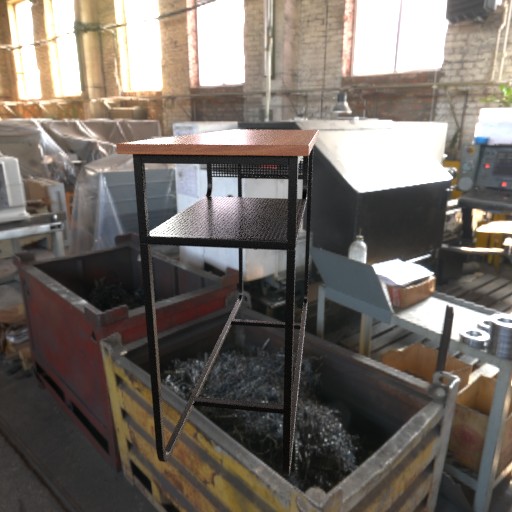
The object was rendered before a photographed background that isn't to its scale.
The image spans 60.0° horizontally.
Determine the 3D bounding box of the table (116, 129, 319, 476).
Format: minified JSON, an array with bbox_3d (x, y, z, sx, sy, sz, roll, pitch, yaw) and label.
[{"bbox_3d":[0.000,0.000,1.414,0.350,0.750,1.100,3,17,8],"label":"table"}]
